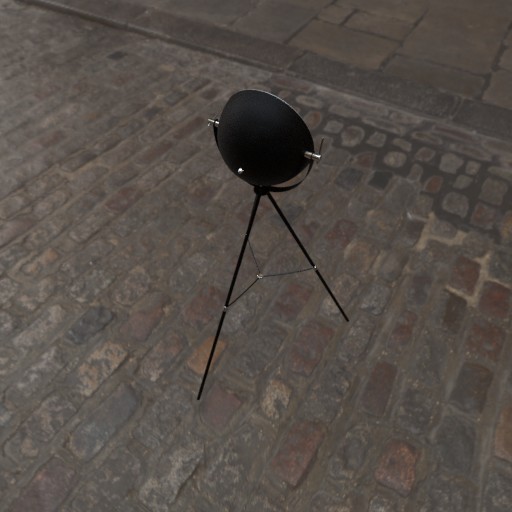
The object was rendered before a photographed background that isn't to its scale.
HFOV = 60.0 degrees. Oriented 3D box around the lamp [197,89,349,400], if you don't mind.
[{"bbox_3d":[0.000,0.000,2.029,0.817,1.512,0.920,24,52,20],"label":"lamp"}]
